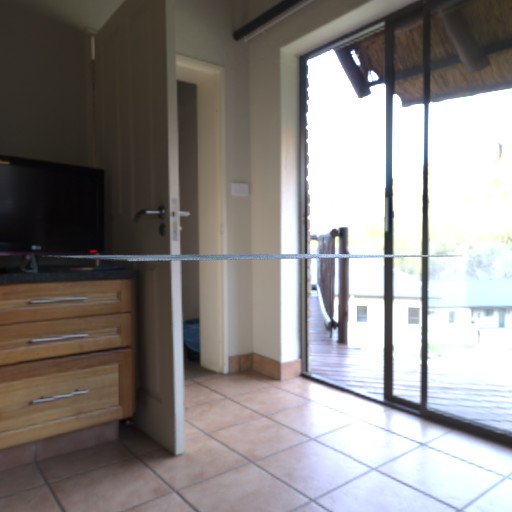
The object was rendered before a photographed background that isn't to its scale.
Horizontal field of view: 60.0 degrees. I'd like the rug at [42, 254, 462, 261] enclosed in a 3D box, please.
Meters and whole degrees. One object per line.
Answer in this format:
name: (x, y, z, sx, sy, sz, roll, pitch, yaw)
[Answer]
rug: (0.000, 0.000, 2.312, 1.827, 0.005, 1.229, -1, 1, -36)
